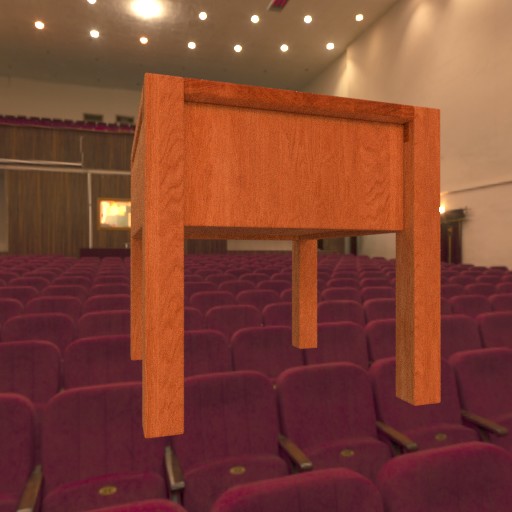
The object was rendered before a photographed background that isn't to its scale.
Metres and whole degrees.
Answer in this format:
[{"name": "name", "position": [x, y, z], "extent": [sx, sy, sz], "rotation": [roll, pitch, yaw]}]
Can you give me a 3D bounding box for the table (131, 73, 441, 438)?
[{"name": "table", "position": [0.000, 0.000, 0.838], "extent": [0.440, 0.450, 0.480], "rotation": [0, 0, -18]}]
